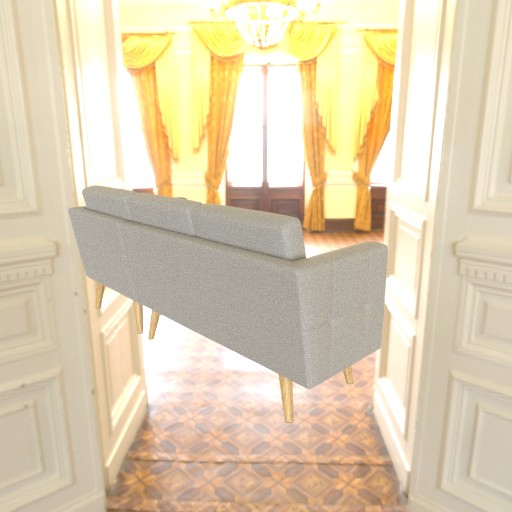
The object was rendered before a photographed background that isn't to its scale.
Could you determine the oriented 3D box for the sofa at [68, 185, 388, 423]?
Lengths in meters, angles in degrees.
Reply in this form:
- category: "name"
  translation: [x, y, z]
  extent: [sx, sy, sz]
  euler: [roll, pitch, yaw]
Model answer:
- category: "sofa"
  translation: [0.000, 0.000, 2.802]
  extent: [1.530, 0.860, 2.040]
  euler: [-14, 20, -42]
